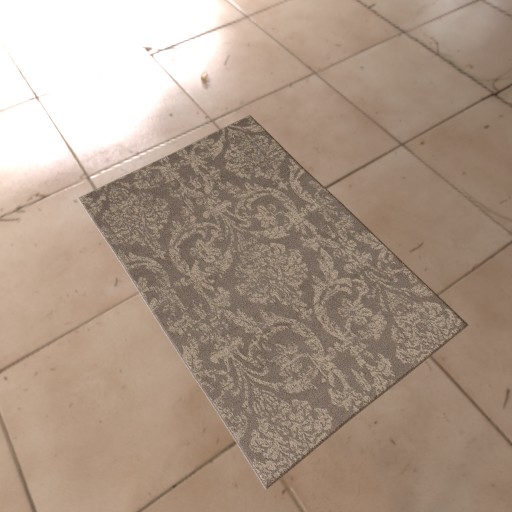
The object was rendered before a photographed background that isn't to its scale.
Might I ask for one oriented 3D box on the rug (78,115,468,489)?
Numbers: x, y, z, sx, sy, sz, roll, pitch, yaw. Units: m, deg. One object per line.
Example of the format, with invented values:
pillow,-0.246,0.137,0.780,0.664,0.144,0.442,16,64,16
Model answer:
rug,0.000,0.000,2.333,1.206,0.012,1.824,-31,63,-18
